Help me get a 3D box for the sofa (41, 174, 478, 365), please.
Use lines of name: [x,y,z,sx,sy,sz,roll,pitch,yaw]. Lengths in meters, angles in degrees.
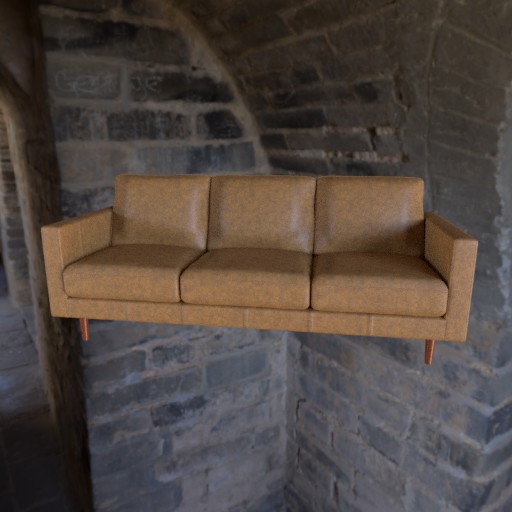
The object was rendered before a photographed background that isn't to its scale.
sofa: [0.000,0.000,2.679,2.231,0.930,0.903,2,14,8]
